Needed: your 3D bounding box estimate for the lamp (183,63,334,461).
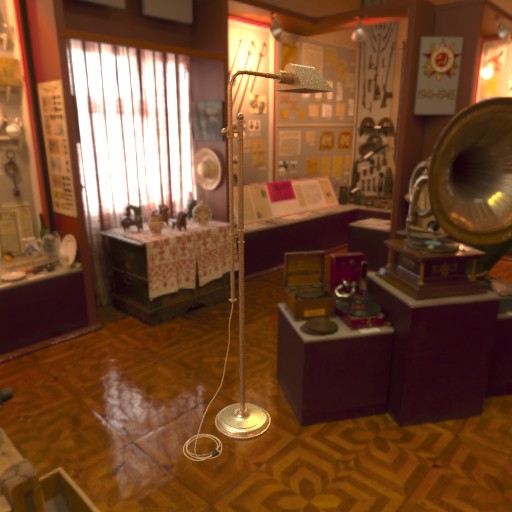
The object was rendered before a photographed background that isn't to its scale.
[{"bbox_3d":[0.000,0.000,1.905,0.256,1.571,0.813,15,21,43],"label":"lamp"}]
